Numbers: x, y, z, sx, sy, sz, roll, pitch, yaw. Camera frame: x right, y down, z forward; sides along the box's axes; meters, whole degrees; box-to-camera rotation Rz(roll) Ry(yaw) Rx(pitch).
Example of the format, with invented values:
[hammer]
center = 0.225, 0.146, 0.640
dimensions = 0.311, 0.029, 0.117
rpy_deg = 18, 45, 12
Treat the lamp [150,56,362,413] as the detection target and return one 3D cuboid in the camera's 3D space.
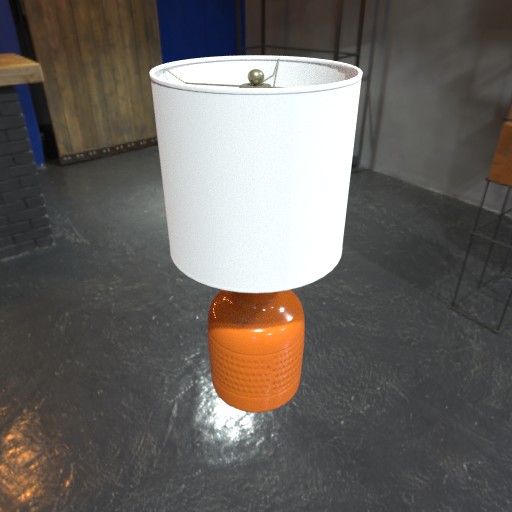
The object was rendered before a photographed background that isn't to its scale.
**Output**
[lamp]
center = 0.000, 0.000, 1.110
dimensions = 0.418, 0.871, 0.418
rpy_deg = -20, 37, -30
